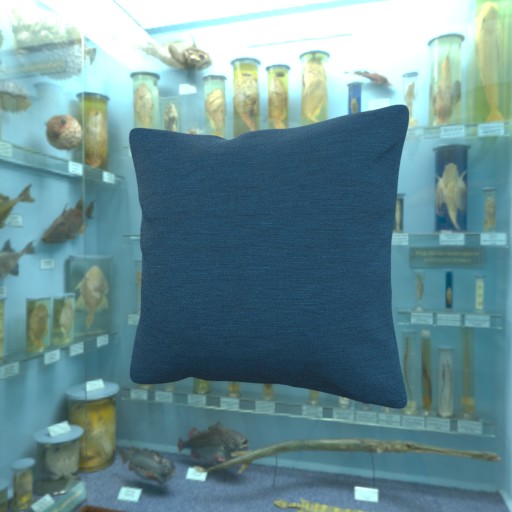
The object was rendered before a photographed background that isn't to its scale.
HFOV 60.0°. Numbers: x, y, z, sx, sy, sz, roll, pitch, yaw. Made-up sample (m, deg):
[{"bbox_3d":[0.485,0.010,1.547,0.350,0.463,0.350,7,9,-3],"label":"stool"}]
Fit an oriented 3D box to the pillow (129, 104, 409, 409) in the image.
[{"bbox_3d":[0.000,0.000,0.670,0.437,0.420,0.177,0,1,17],"label":"pillow"}]
